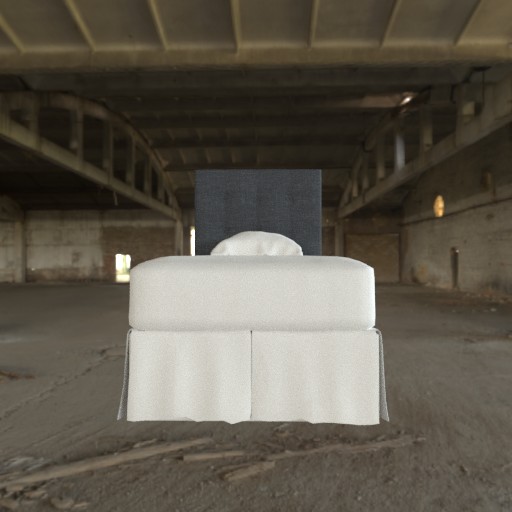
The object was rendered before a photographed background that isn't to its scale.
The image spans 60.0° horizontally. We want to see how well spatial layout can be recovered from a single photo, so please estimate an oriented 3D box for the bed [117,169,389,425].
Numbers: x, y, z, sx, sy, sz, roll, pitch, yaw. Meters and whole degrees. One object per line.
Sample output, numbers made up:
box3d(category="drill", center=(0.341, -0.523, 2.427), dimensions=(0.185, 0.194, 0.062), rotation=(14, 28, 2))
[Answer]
box3d(category="bed", center=(0.000, 0.000, 3.016), dimensions=(1.261, 1.571, 1.997), rotation=(0, -1, 1))
